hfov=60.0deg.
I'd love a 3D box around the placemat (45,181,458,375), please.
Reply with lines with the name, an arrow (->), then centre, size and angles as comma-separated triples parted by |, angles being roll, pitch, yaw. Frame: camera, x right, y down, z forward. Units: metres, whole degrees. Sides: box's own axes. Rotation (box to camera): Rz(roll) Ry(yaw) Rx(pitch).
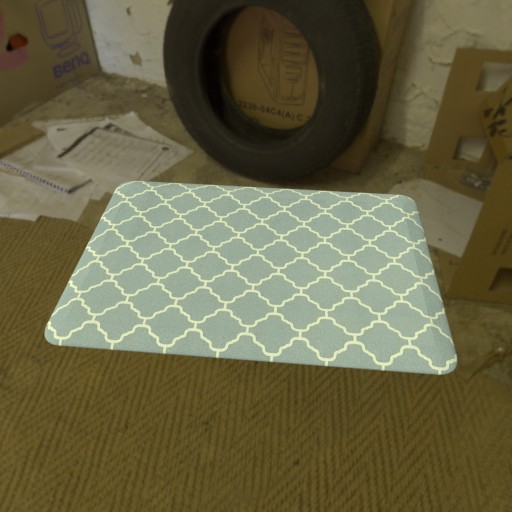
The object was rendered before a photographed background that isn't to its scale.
placemat -> 0.000, 0.000, 0.964 | 0.762, 0.021, 0.508 | 4, 46, 3
